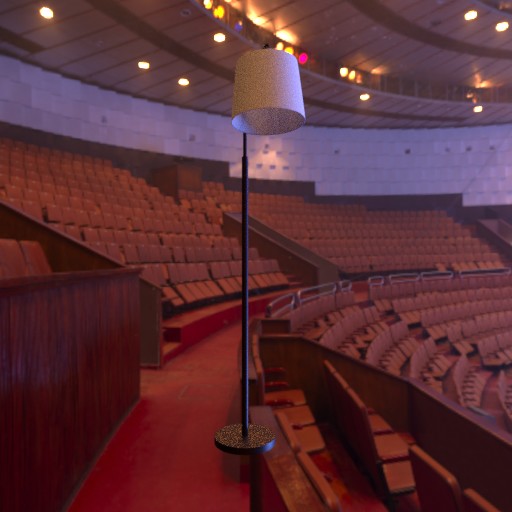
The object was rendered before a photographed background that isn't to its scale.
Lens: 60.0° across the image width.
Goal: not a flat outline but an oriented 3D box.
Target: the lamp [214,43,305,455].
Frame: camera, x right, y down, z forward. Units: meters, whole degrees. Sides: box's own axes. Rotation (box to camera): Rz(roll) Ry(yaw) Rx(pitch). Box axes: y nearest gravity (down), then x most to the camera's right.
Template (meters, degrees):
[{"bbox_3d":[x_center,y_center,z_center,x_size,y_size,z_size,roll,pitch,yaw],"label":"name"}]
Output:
[{"bbox_3d":[0.000,0.000,1.645,0.254,1.478,0.508,0,0,-20],"label":"lamp"}]
